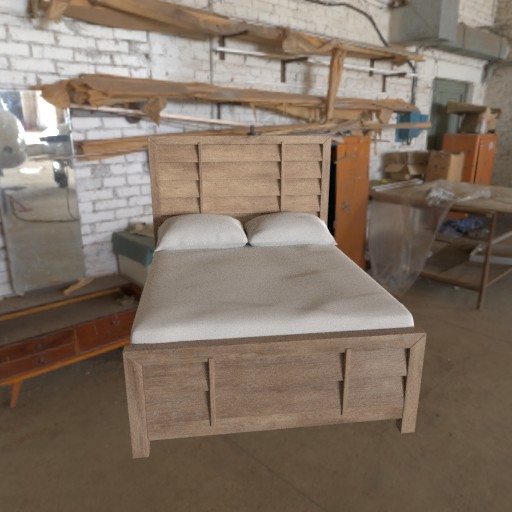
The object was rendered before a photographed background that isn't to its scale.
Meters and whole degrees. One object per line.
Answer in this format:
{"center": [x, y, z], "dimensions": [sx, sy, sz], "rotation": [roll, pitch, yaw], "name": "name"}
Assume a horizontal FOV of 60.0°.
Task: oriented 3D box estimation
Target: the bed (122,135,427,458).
{"center": [0.000, 0.000, 3.215], "dimensions": [1.615, 1.631, 2.017], "rotation": [-2, 17, -7], "name": "bed"}
